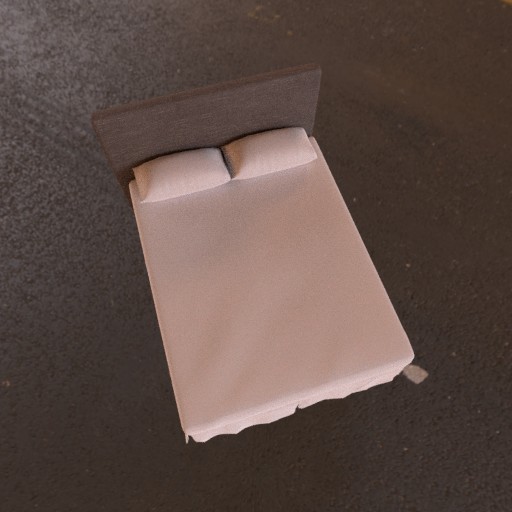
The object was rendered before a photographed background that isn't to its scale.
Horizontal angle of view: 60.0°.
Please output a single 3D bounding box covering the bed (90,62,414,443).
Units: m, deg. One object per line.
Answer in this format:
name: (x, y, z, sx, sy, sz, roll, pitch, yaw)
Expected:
bed: (0.000, 0.000, 3.227, 1.723, 1.330, 2.142, -15, 65, -7)
